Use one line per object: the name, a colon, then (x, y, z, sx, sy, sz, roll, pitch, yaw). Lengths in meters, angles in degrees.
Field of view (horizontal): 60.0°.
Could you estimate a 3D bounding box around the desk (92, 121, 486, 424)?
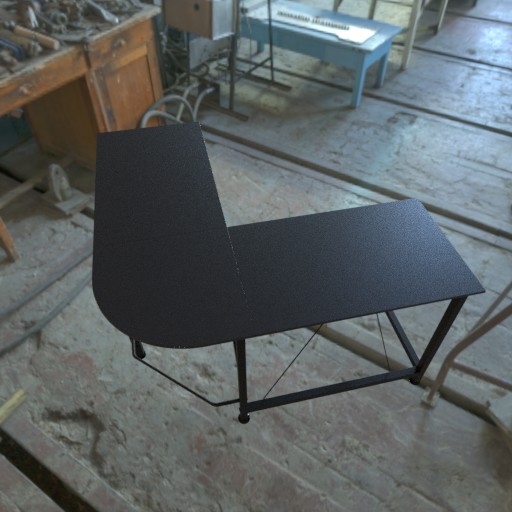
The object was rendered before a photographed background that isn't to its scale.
desk: (0.000, 0.000, 2.250, 1.400, 0.762, 1.400, -9, 48, -9)
